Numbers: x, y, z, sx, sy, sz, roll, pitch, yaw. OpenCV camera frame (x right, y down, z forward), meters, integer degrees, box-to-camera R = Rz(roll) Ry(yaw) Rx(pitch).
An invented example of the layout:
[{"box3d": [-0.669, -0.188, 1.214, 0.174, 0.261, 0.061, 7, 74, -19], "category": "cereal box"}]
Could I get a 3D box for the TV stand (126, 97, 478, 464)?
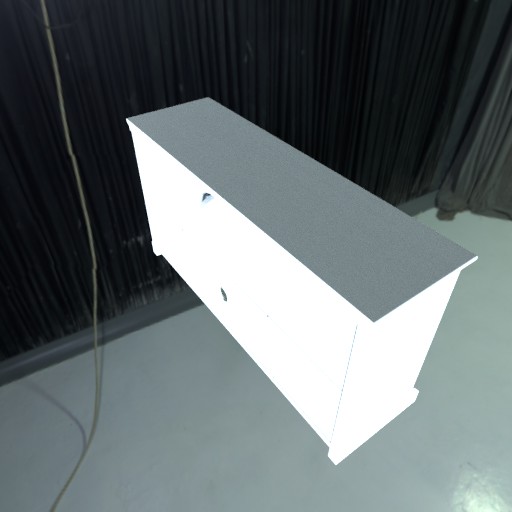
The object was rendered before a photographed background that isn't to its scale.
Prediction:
[{"box3d": [0.000, 0.000, 1.493, 0.424, 0.624, 1.187, -25, 47, -26], "category": "TV stand"}]
